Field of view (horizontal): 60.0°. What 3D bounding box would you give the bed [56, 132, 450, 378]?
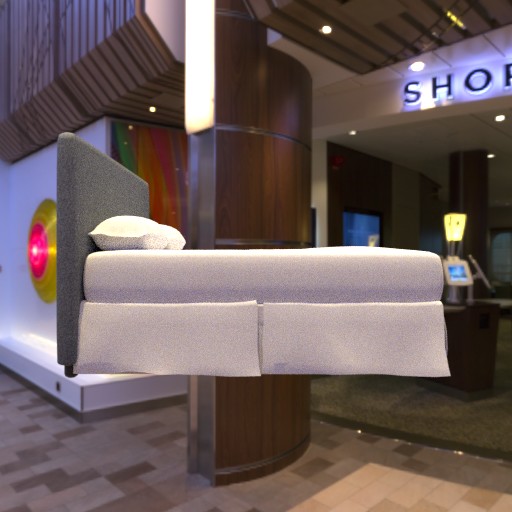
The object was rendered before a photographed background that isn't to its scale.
[{"bbox_3d":[0.000,0.000,3.184,2.142,1.330,1.723,0,0,0],"label":"bed"}]
